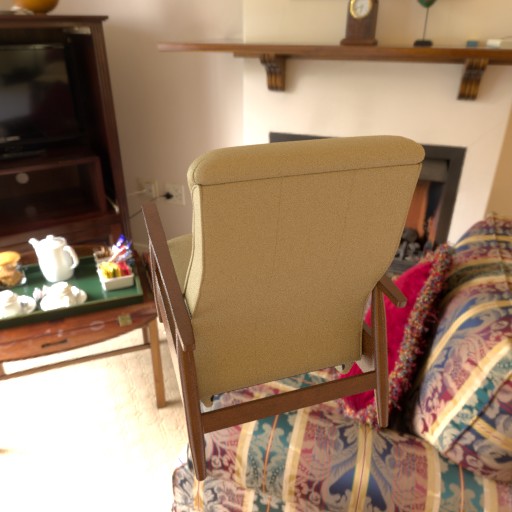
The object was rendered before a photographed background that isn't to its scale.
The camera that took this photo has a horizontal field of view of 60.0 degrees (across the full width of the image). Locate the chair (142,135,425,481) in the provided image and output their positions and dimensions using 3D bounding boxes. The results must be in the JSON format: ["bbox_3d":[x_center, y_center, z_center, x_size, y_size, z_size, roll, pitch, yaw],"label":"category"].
[{"bbox_3d":[0.000,0.000,1.732,0.762,1.082,1.014,-9,28,-16],"label":"chair"}]
